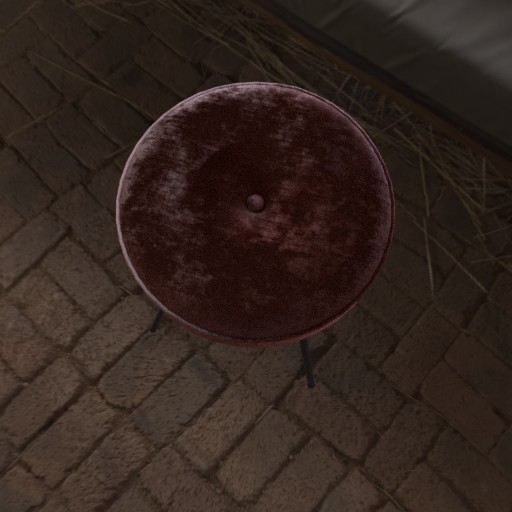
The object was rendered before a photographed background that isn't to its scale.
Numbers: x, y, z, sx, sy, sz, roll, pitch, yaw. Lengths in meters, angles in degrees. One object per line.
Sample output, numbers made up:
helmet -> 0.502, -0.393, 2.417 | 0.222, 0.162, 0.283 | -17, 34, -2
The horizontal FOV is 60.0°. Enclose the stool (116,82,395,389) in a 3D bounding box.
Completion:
stool -> 0.000, 0.000, 0.915 | 0.457, 0.593, 0.421 | 18, 76, 5
